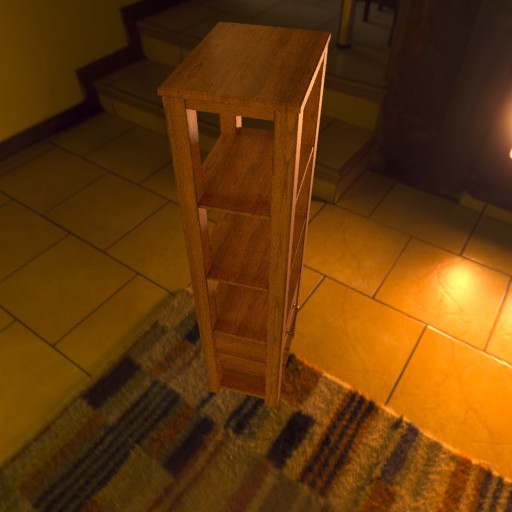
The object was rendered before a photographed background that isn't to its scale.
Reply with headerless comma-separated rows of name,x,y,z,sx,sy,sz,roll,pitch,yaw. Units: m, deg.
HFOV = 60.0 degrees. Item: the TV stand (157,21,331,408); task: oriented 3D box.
TV stand,0.000,0.000,2.072,0.435,1.828,0.565,11,47,10
